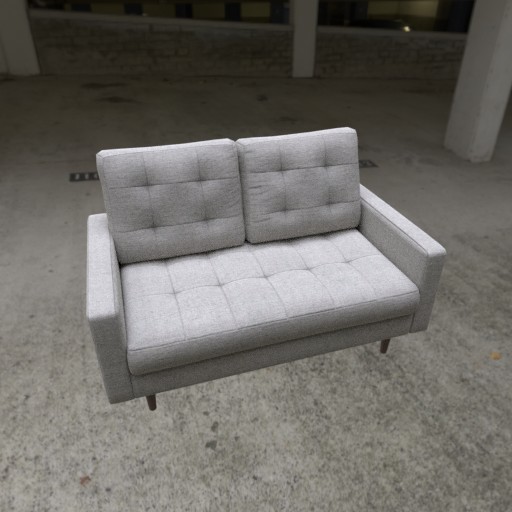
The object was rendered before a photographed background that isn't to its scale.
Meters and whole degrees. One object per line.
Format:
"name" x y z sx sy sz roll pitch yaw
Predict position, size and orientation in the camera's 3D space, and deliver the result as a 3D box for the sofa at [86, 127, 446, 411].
"sofa" 0.000 0.000 1.989 1.407 0.907 0.842 -10 33 -15
